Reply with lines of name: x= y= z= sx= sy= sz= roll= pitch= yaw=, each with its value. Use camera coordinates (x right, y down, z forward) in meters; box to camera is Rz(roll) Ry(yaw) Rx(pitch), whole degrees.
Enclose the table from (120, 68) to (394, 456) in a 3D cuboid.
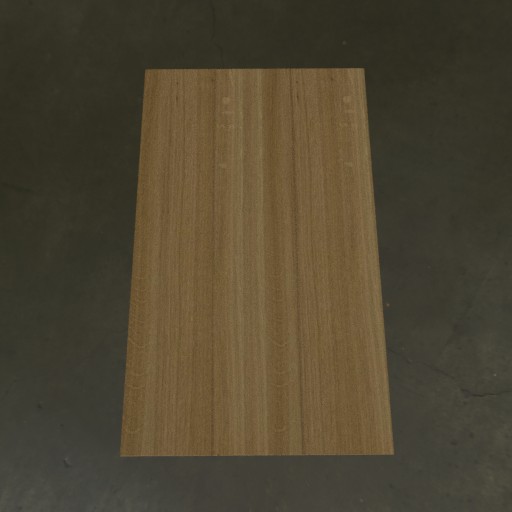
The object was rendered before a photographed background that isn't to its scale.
table: x=0.000 y=0.000 z=1.404 sx=0.678 sy=0.353 sz=1.110 roll=0 pitch=75 yaw=0
